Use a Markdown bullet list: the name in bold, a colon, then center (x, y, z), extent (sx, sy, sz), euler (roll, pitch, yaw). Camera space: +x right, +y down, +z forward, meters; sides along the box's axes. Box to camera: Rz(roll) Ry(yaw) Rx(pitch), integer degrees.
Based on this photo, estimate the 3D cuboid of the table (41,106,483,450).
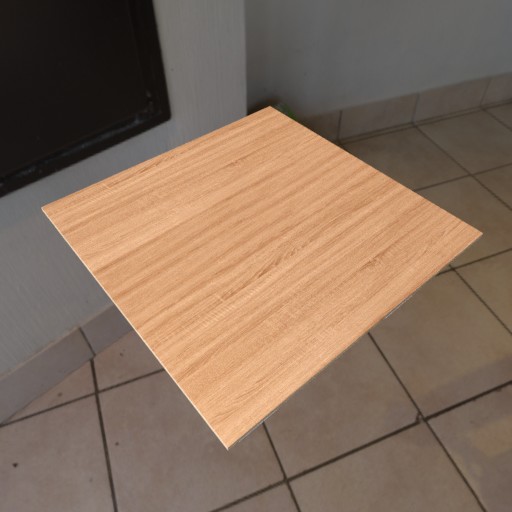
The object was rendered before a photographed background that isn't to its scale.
- **table**: center (0.000, 0.000, 1.370), extent (0.890, 0.305, 0.890), euler (-32, 55, -26)
